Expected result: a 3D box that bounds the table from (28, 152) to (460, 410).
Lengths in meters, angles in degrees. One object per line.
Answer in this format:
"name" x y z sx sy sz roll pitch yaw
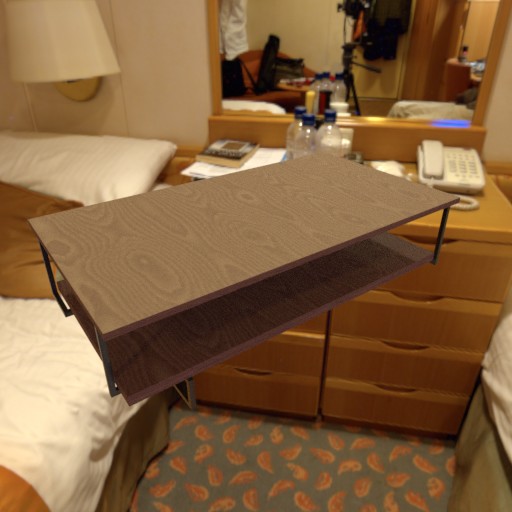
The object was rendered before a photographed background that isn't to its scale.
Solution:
"table" 0.000 0.000 1.471 1.197 0.347 0.651 -20 35 -31
